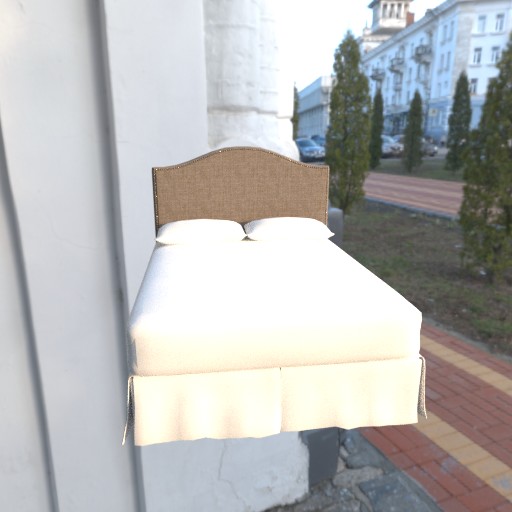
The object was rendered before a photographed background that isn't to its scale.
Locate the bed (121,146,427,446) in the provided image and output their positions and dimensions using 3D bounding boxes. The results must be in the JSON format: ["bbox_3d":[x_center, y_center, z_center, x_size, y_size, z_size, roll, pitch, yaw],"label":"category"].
[{"bbox_3d":[0.000,0.000,3.246,1.713,1.518,2.153,-2,15,-7],"label":"bed"}]
